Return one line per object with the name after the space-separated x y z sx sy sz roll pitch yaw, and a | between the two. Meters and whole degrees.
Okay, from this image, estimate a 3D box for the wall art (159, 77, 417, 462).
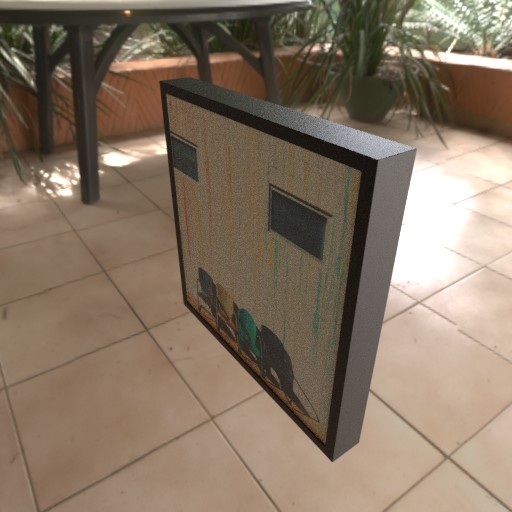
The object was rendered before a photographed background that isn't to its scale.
0.000 0.000 0.461 0.038 0.304 0.304 -21 38 -30 | wall art
